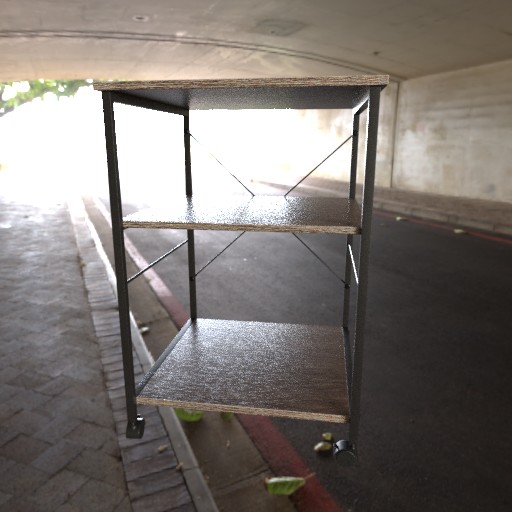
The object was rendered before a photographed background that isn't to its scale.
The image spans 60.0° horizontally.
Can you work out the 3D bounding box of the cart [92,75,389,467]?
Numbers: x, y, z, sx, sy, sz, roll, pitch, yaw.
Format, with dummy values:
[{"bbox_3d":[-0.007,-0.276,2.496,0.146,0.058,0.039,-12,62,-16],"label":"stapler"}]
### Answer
[{"bbox_3d":[0.000,0.000,1.106,0.521,0.762,0.520,2,14,9],"label":"cart"}]
